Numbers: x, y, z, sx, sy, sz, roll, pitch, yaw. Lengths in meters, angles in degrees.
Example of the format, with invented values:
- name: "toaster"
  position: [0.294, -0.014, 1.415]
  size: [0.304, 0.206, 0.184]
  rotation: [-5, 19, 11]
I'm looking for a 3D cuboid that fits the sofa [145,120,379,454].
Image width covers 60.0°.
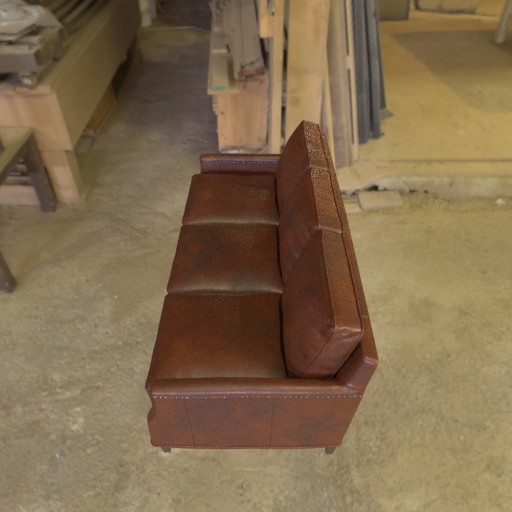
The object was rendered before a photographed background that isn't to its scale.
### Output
- name: "sofa"
  position: [0.000, 0.000, 2.903]
  size: [1.084, 1.003, 2.240]
  rotation: [0, 41, 0]
